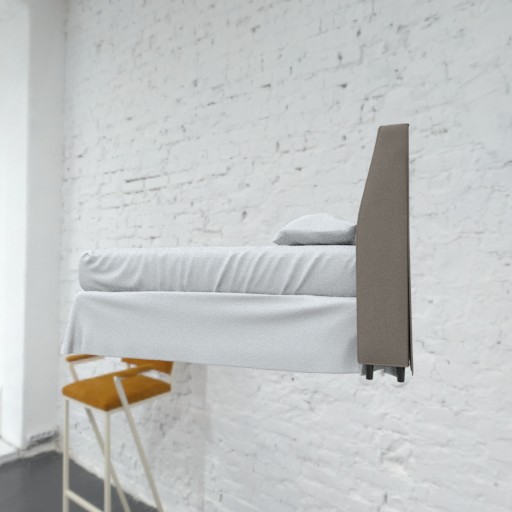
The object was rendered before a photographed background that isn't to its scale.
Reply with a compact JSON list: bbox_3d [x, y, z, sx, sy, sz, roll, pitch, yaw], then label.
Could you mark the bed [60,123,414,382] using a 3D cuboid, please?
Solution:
[{"bbox_3d":[0.000,0.000,3.459,2.276,1.332,1.925,0,-1,19],"label":"bed"}]
